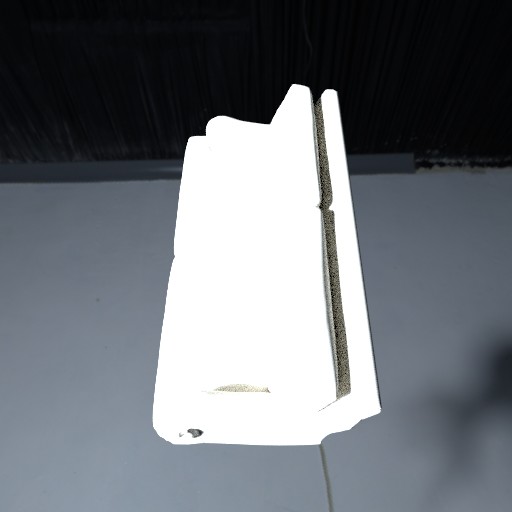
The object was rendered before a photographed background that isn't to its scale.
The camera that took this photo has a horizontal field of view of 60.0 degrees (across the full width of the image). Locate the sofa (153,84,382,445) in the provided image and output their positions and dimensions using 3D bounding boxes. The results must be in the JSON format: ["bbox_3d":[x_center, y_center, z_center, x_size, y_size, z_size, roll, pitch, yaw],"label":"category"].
[{"bbox_3d":[0.000,0.000,2.793,1.086,1.087,2.159,0,58,0],"label":"sofa"}]
